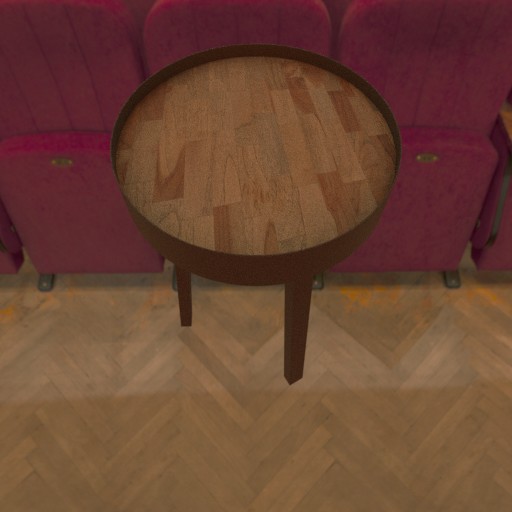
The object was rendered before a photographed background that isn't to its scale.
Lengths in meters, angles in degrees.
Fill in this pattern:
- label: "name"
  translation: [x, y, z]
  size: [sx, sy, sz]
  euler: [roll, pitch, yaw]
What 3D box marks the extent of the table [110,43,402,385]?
- label: "table"
  translation: [0.000, 0.000, 0.920]
  size: [0.406, 0.686, 0.406]
  euler: [0, 59, 0]
